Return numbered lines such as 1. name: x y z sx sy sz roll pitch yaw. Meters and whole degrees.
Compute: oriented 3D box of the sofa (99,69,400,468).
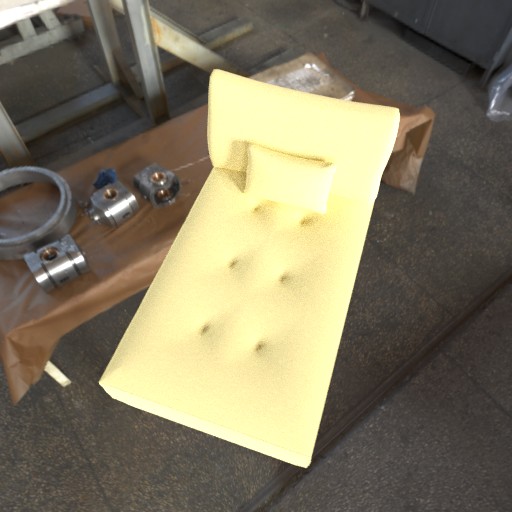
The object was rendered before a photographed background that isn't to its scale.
1. sofa: 0.000 0.000 2.015 0.930 0.820 1.450 16 58 10
